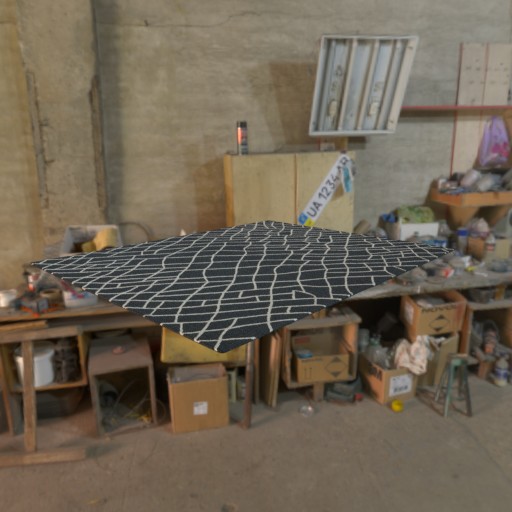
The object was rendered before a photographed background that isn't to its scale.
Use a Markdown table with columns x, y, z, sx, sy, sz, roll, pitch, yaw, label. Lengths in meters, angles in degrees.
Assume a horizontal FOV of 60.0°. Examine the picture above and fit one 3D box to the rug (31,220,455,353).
| x | y | z | sx | sy | sz | roll | pitch | yaw | label |
| --- | --- | --- | --- | --- | --- | --- | --- | --- | --- |
| 0.000 | 0.000 | 4.031 | 2.439 | 0.022 | 3.047 | 13 | 19 | 42 | rug |
